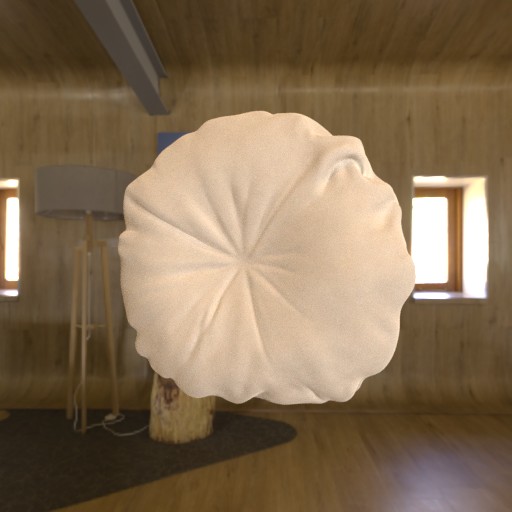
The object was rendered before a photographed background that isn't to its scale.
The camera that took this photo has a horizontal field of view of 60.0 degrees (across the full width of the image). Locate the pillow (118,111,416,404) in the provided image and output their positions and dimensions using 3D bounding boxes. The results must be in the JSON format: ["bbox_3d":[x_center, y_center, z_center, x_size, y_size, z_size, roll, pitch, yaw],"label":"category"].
[{"bbox_3d":[0.000,0.000,0.633,0.428,0.407,0.148,0,0,17],"label":"pillow"}]
